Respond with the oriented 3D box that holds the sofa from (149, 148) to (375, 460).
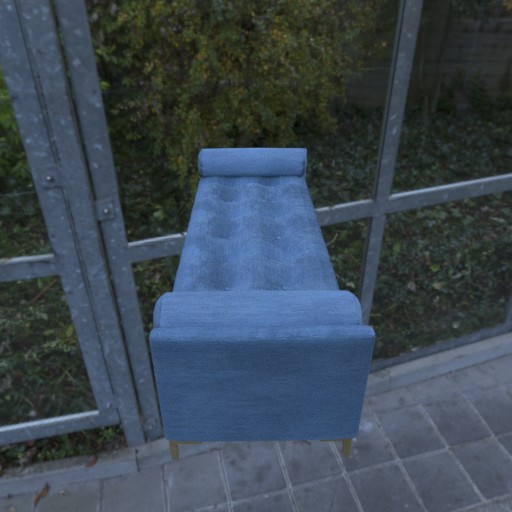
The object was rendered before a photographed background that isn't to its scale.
[{"bbox_3d":[0.000,0.000,2.527,0.796,0.705,2.102,-1,31,-1],"label":"sofa"}]
